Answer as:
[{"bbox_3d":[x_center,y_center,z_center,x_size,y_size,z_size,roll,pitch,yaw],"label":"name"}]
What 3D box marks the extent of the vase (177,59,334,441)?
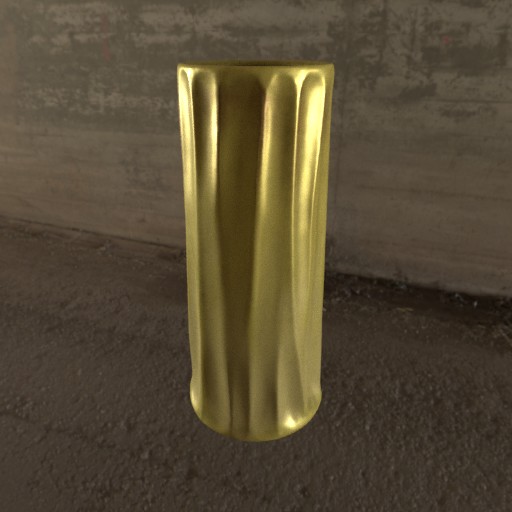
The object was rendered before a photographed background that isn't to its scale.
[{"bbox_3d":[0.000,0.000,0.178,0.061,0.143,0.061,0,26,0],"label":"vase"}]
